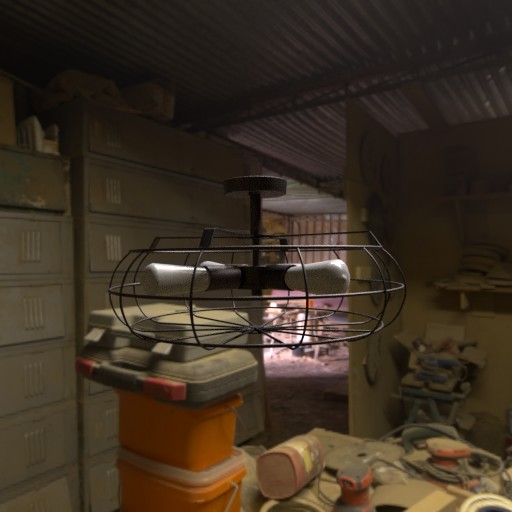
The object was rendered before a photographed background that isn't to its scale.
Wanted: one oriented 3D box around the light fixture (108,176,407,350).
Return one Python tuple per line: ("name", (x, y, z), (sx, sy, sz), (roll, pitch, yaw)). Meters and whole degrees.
("light fixture", (0.000, 0.000, 0.918), (0.582, 0.311, 0.582), (0, -1, 0))
